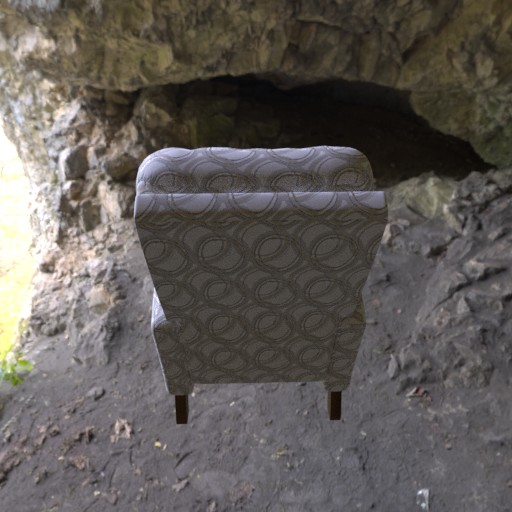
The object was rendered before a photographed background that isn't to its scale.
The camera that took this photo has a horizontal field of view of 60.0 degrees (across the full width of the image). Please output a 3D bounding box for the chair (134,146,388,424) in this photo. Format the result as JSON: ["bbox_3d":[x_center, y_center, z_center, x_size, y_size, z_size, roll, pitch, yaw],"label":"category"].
[{"bbox_3d":[0.000,0.000,1.731,0.796,1.065,0.995,-1,32,-2],"label":"chair"}]
